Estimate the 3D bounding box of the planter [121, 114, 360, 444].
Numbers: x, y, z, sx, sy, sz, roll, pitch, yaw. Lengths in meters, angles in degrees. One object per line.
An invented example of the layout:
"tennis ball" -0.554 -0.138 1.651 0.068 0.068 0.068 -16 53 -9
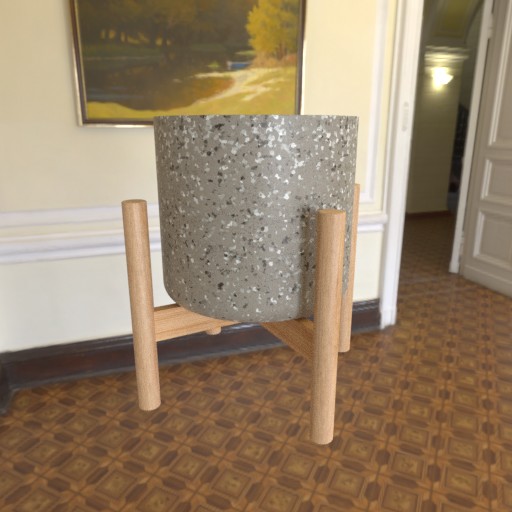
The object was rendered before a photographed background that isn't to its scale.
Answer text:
"planter" 0.000 0.000 0.535 0.284 0.320 0.284 -2 16 -6
